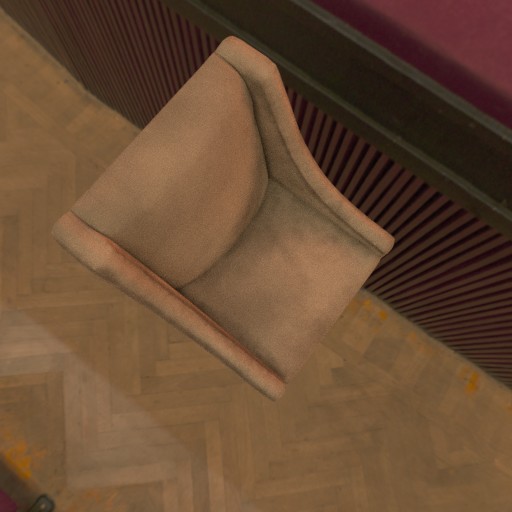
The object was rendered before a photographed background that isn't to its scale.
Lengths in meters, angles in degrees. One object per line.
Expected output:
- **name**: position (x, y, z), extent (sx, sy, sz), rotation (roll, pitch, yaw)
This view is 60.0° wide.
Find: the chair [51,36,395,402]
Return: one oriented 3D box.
- **chair**: position (0.000, 0.000, 1.352), extent (0.629, 0.895, 0.629), rotation (38, 80, 8)
